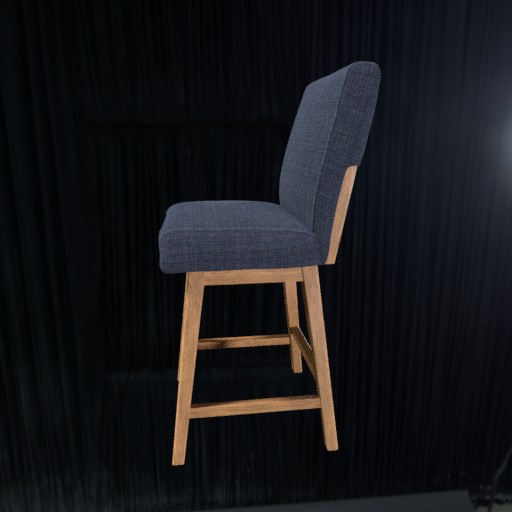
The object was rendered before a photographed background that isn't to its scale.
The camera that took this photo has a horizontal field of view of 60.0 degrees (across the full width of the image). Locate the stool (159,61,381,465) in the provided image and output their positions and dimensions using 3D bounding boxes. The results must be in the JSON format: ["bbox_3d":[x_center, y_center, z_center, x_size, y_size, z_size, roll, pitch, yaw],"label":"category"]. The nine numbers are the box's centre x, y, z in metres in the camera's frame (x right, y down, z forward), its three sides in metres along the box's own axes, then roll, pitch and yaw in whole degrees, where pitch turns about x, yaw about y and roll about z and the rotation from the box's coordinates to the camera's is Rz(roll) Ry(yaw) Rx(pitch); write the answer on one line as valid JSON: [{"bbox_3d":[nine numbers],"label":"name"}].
[{"bbox_3d":[0.000,0.000,1.296,0.526,1.010,0.459,-2,15,-8],"label":"stool"}]
